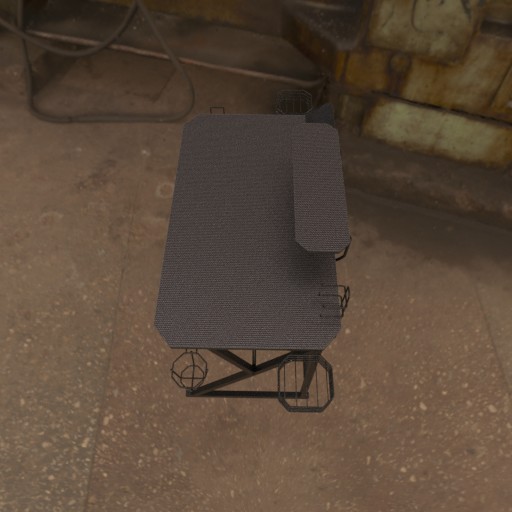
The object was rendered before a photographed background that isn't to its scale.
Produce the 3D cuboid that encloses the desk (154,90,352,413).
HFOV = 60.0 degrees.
[{"bbox_3d":[0.000,0.000,1.744,0.580,0.880,1.290,1,58,1],"label":"desk"}]
